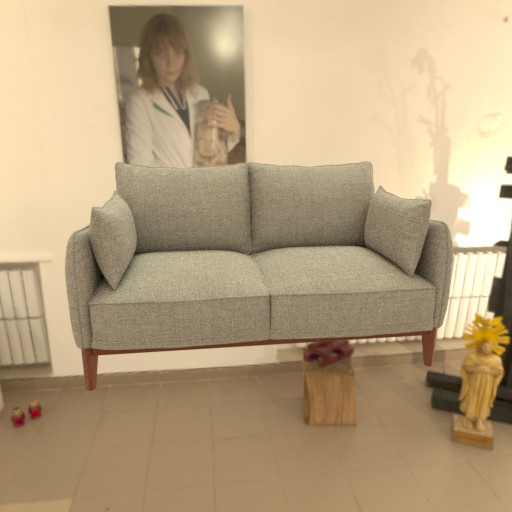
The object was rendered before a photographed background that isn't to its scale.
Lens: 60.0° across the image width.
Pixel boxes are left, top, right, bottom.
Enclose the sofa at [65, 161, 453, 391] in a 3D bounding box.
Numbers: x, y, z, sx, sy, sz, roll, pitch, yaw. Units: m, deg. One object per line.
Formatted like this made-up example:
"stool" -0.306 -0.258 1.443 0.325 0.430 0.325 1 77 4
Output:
"sofa" 0.000 0.000 2.148 1.580 0.851 0.972 -2 16 -7
